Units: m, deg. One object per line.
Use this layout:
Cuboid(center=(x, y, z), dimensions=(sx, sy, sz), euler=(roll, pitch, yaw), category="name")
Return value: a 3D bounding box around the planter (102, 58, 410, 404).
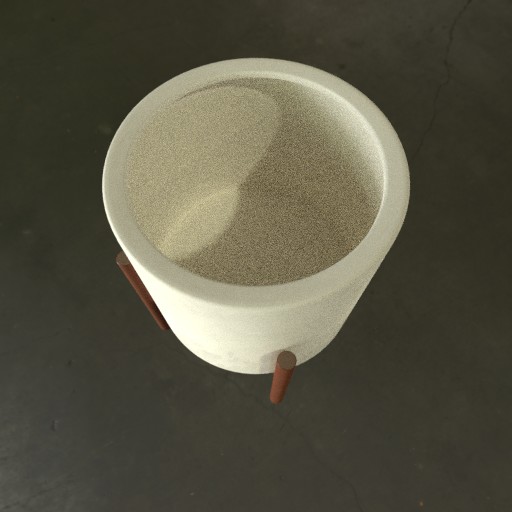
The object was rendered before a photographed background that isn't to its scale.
Cuboid(center=(0.000, 0.000, 0.868), dimensions=(0.421, 0.581, 0.420), euler=(33, 69, 15), category="planter")
